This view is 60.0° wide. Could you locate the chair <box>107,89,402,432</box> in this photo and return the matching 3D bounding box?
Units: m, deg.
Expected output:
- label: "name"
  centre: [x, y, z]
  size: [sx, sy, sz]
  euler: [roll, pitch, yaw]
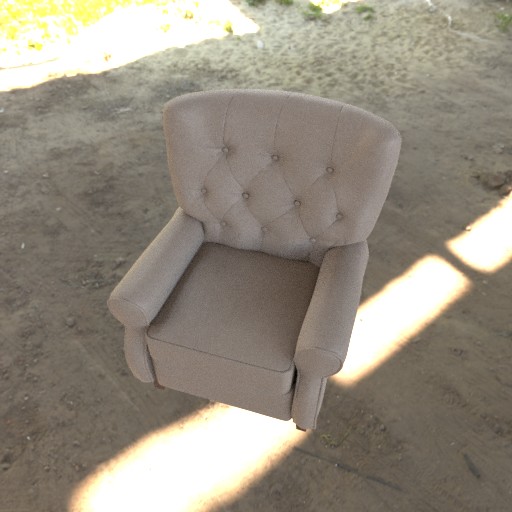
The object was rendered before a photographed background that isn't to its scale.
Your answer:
- label: "chair"
  centre: [0.000, 0.000, 1.935]
  size: [0.999, 1.138, 1.041]
  euler: [12, 43, 13]
